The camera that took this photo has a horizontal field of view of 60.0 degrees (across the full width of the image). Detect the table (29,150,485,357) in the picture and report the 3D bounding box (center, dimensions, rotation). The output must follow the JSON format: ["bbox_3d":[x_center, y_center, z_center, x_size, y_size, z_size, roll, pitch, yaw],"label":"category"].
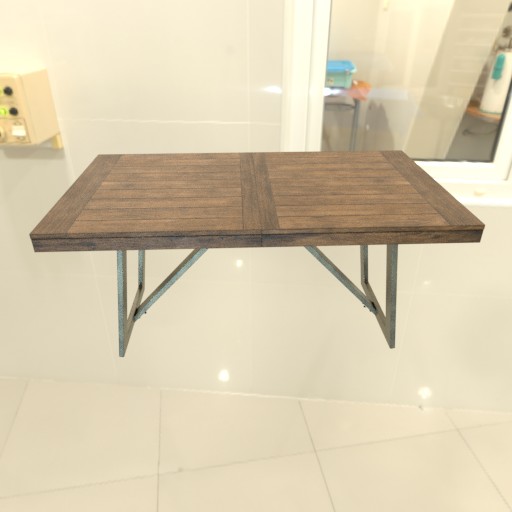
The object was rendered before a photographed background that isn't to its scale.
[{"bbox_3d":[0.000,0.000,2.185,1.641,0.757,0.931,-1,30,-2],"label":"table"}]
